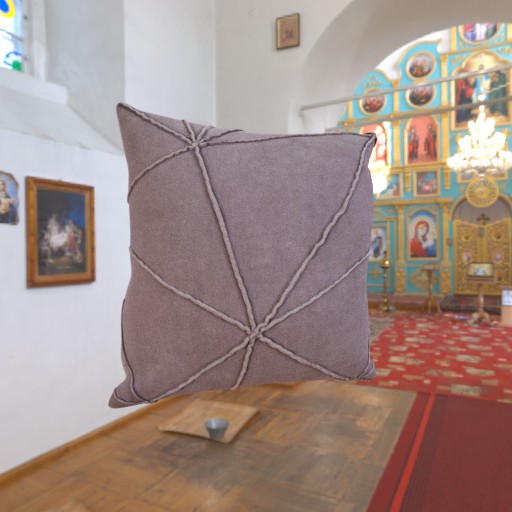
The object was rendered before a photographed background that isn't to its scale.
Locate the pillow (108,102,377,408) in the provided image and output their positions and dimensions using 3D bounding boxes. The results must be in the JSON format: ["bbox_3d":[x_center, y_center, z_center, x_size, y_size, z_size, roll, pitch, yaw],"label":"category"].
[{"bbox_3d":[0.000,0.000,0.695,0.439,0.440,0.185,0,0,-18],"label":"pillow"}]
